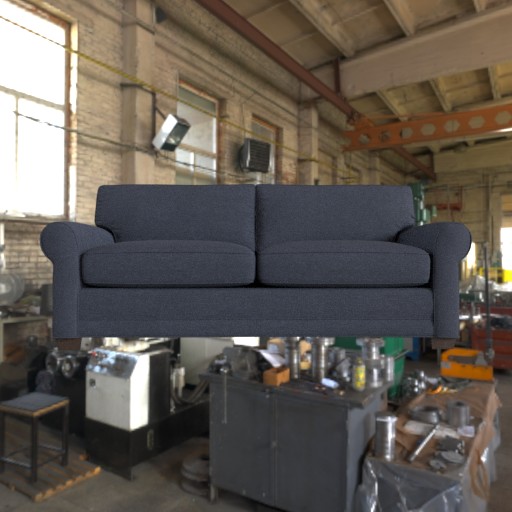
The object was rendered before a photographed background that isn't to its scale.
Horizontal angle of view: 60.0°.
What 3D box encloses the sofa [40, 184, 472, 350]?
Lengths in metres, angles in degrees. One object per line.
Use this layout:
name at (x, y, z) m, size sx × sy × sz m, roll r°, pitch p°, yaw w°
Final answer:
sofa at (0.000, 0.000, 2.837) m, size 2.391 × 1.026 × 0.954 m, roll 0°, pitch -1°, yaw 0°
